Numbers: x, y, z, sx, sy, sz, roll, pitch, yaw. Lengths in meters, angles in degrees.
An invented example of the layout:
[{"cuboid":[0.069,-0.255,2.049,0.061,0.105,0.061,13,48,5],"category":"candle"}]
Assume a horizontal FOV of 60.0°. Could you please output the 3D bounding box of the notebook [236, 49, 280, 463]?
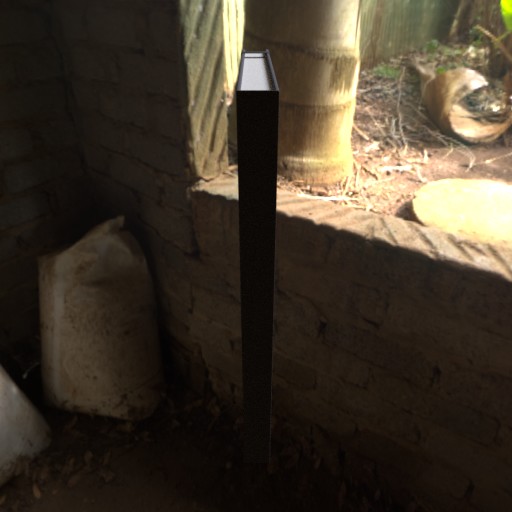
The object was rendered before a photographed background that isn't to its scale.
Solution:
[{"cuboid":[0.000,0.000,0.264,0.016,0.213,0.127,0,31,0],"category":"notebook"}]
